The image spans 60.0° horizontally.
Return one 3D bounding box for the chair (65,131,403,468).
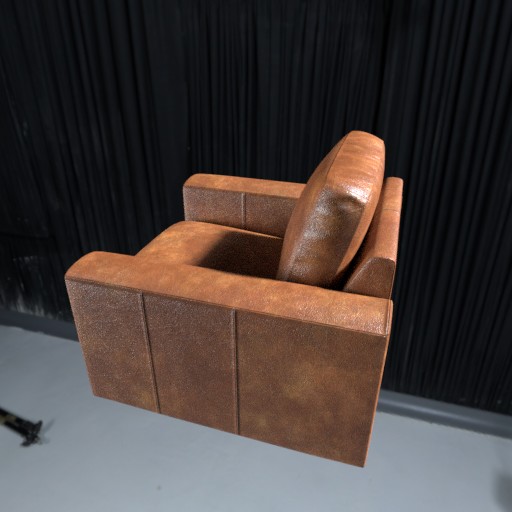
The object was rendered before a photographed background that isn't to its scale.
[{"bbox_3d":[0.000,0.000,1.706,1.016,0.873,1.005,9,30,15],"label":"chair"}]
